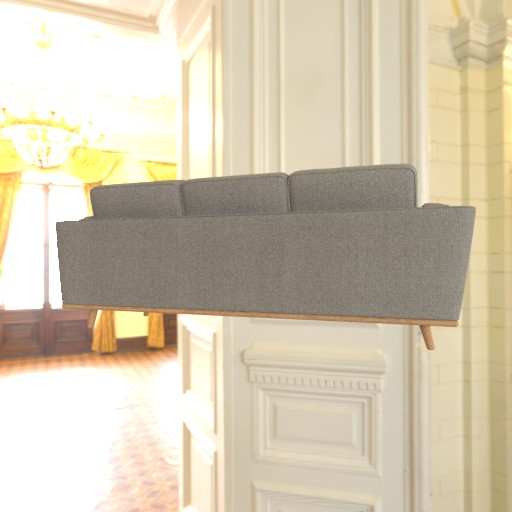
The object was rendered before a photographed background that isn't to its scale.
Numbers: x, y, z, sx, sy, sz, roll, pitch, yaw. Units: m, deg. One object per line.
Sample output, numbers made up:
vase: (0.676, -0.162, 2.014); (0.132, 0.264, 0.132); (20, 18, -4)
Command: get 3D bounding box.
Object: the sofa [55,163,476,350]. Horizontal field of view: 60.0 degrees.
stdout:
sofa: (0.000, 0.000, 2.727); (2.362, 0.899, 0.903); (0, 0, 20)
